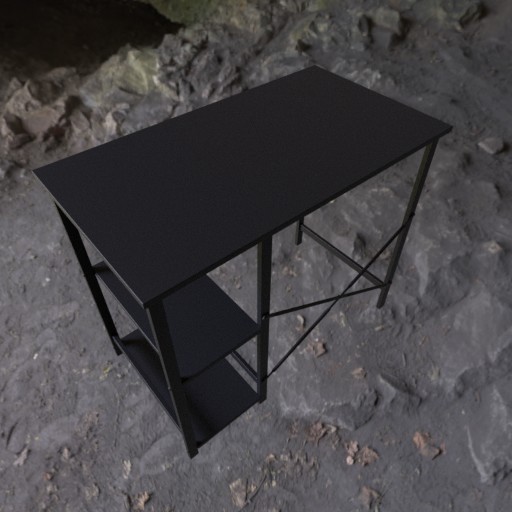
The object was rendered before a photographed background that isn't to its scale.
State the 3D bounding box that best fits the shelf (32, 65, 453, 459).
[{"bbox_3d":[0.000,0.000,1.333,0.902,0.749,0.498,-31,53,-27],"label":"shelf"}]
